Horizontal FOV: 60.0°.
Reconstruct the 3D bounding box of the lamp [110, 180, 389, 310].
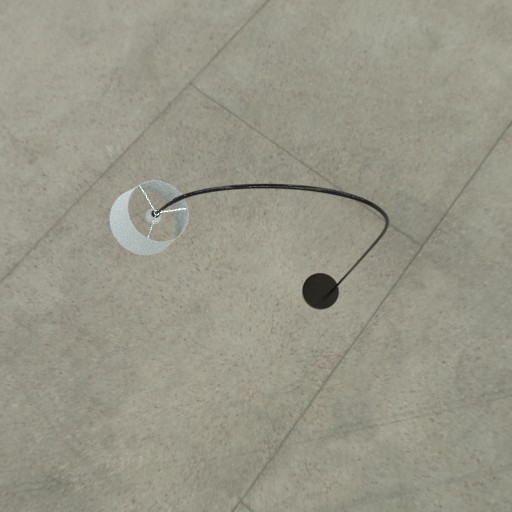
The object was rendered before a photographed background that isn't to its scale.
[{"bbox_3d":[0.000,0.000,2.672,1.363,2.104,0.331,3,75,1],"label":"lamp"}]
